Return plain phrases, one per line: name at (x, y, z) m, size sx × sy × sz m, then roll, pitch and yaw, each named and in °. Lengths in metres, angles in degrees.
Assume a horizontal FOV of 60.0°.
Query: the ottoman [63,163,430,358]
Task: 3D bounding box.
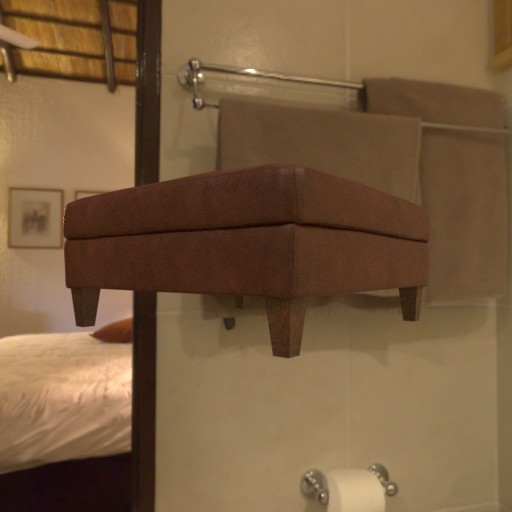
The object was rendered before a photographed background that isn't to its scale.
ottoman at (0.000, 0.000, 1.370) m, size 0.836 × 0.415 × 0.844 m, roll -1°, pitch -2°, yaw 38°
